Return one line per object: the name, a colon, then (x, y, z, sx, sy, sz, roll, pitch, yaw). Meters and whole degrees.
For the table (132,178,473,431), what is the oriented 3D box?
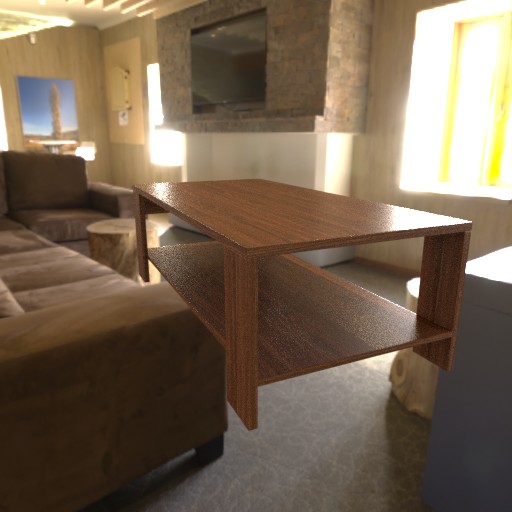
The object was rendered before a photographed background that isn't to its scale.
table: (0.000, 0.000, 1.530, 0.600, 0.400, 1.200, -7, 17, -24)
